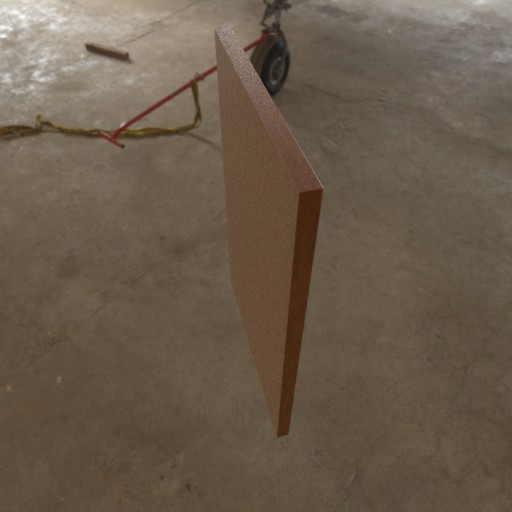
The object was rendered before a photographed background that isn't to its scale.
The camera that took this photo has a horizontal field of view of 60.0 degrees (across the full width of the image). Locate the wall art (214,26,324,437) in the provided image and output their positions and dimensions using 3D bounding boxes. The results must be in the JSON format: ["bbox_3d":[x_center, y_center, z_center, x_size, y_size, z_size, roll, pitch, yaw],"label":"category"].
[{"bbox_3d":[0.000,0.000,1.157,0.037,0.914,0.610,-11,48,-10],"label":"wall art"}]
